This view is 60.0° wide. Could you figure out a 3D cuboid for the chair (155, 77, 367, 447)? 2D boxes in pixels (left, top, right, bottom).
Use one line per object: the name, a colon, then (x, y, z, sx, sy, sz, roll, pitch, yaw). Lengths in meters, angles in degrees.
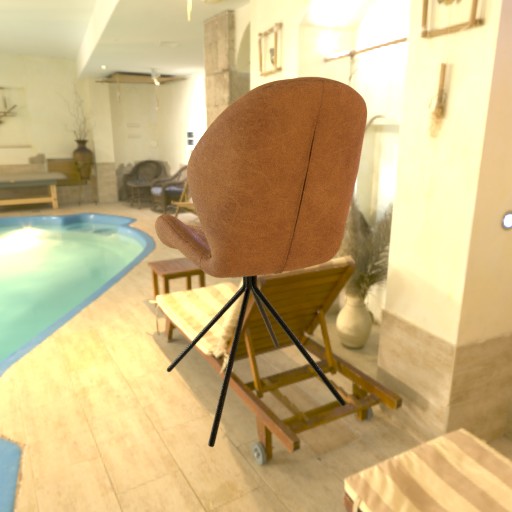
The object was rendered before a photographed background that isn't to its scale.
chair: (0.000, 0.000, 1.311, 0.527, 0.929, 0.640, -7, 17, -25)
